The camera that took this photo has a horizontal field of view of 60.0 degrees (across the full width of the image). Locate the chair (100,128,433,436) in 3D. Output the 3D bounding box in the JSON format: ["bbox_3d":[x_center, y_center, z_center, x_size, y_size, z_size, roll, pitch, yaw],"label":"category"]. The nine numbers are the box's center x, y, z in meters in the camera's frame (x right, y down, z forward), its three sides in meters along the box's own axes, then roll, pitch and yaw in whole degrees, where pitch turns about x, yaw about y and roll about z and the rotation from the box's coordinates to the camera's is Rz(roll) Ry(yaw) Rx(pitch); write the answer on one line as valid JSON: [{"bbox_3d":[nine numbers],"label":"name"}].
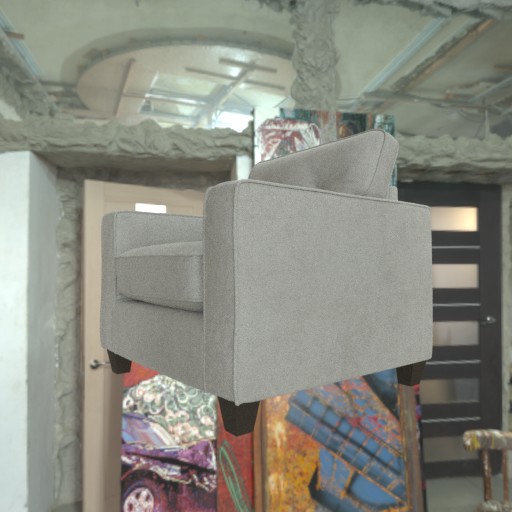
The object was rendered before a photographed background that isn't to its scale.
[{"bbox_3d":[0.000,0.000,1.767,0.939,0.965,1.015,1,-1,-38],"label":"chair"}]
